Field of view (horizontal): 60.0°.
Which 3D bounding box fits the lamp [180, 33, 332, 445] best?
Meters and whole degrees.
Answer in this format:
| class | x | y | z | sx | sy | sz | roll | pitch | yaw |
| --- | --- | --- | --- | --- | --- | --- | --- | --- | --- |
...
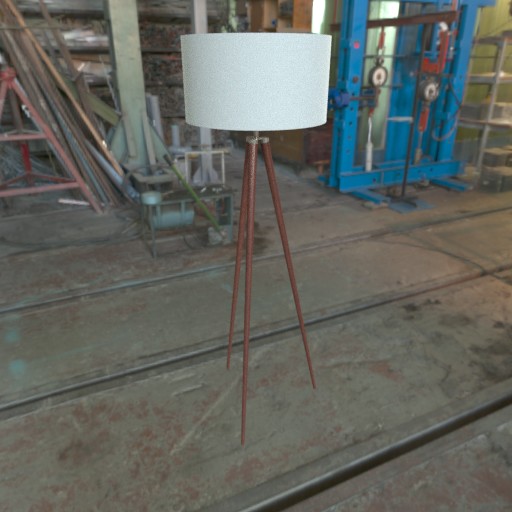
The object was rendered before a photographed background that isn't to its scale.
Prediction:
| class | x | y | z | sx | sy | sz | roll | pitch | yaw |
| --- | --- | --- | --- | --- | --- | --- | --- | --- | --- |
| lamp | 0.000 | 0.000 | 1.749 | 0.483 | 1.553 | 0.483 | 8 | 25 | 17 |
